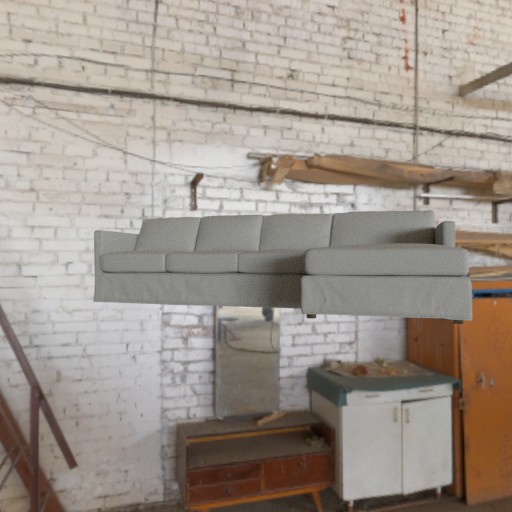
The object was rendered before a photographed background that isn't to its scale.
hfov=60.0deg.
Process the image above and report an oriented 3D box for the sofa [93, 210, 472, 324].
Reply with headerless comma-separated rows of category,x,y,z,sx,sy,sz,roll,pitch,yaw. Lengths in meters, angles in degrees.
sofa,0.000,0.000,3.845,3.177,0.867,1.622,0,-1,17
